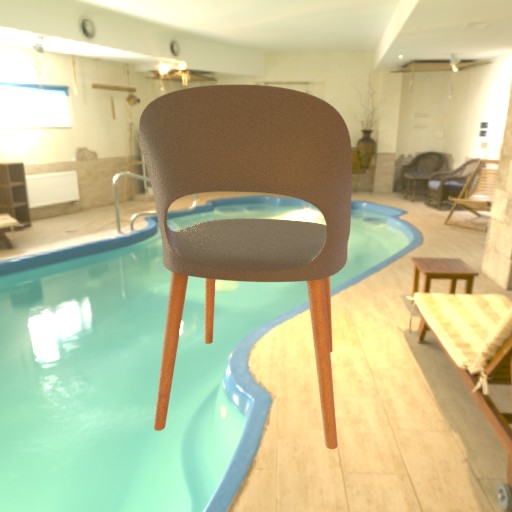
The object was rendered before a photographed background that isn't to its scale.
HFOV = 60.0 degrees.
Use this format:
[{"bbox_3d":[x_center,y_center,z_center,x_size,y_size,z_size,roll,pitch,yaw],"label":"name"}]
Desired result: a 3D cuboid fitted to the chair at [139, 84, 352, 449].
[{"bbox_3d":[0.000,0.000,1.158,0.470,0.795,0.556,3,17,8],"label":"chair"}]
